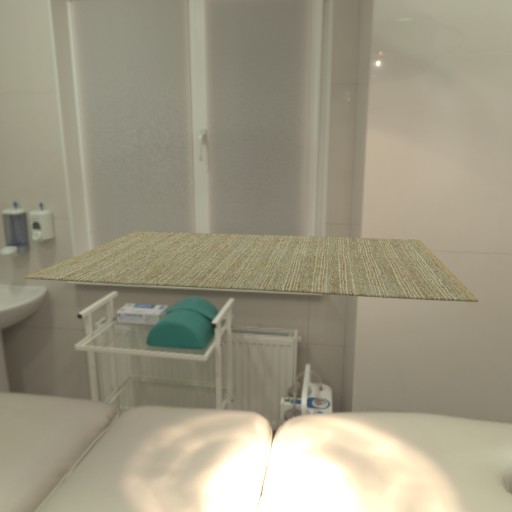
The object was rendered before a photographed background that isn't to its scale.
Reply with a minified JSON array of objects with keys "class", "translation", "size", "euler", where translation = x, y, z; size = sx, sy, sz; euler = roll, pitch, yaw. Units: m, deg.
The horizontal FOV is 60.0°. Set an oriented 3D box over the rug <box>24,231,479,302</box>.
[{"class":"rug","translation":[0.000,0.000,3.071],"size":[2.448,0.012,1.540],"euler":[2,13,9]}]
